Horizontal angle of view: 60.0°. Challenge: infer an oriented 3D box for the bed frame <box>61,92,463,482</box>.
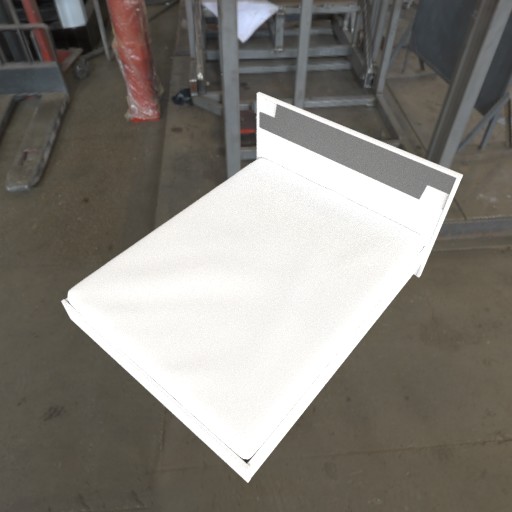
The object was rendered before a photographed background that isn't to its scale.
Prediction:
[{"bbox_3d":[0.000,0.000,3.049,1.711,1.001,2.100,32,55,26],"label":"bed frame"}]
